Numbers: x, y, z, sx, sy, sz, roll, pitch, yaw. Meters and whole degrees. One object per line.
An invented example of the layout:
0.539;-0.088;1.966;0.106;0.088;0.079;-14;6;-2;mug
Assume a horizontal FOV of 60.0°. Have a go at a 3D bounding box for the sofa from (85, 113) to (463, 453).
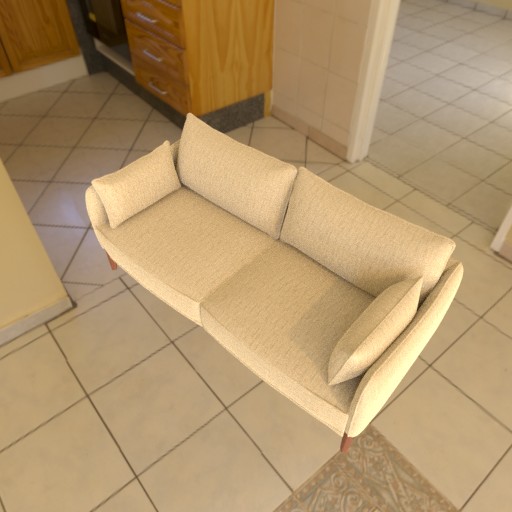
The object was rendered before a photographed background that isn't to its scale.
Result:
0.000;0.000;2.535;1.989;0.860;0.991;32;54;27;sofa
